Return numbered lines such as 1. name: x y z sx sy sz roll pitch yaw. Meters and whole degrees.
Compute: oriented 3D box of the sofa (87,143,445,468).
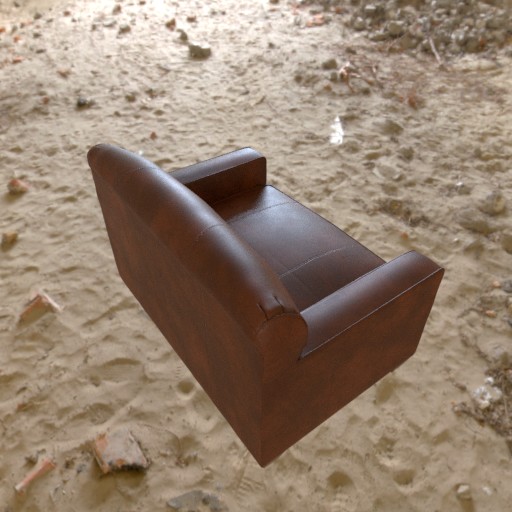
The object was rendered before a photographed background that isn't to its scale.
1. sofa: 0.000 0.000 2.119 1.000 0.956 1.413 -25 46 -27
